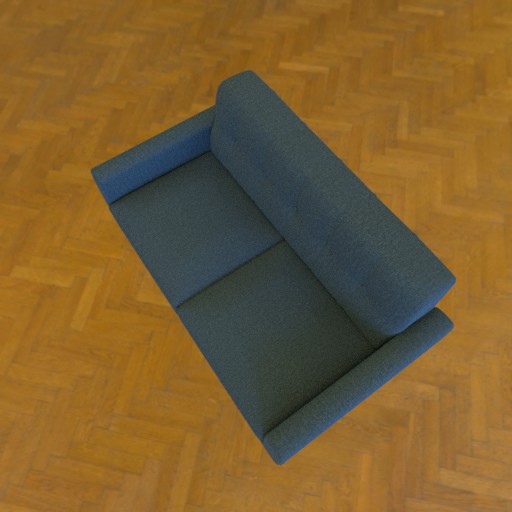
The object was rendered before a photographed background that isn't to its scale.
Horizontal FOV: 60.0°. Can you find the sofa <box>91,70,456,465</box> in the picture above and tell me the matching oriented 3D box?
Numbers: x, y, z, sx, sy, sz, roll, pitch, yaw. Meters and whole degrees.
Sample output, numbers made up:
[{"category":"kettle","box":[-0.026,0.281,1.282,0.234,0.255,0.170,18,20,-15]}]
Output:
[{"category":"sofa","box":[0.000,0.000,2.191,0.942,0.896,1.651,-32,68,-15]}]
